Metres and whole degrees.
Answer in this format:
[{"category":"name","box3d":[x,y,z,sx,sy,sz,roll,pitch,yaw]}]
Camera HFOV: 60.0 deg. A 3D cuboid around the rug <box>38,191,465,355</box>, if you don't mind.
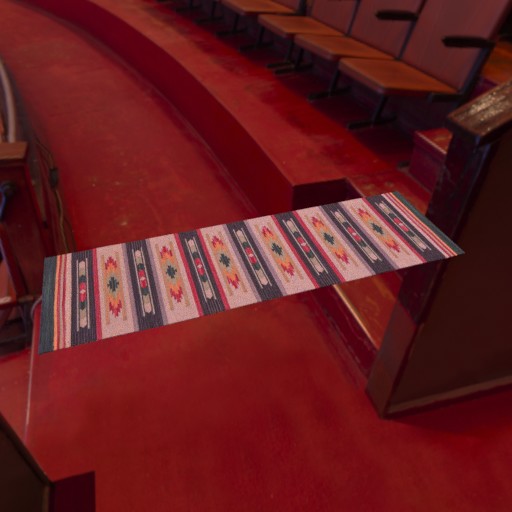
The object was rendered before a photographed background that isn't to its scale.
[{"category":"rug","box3d":[0.000,0.000,2.688,2.440,0.009,0.760,-12,41,-14]}]
